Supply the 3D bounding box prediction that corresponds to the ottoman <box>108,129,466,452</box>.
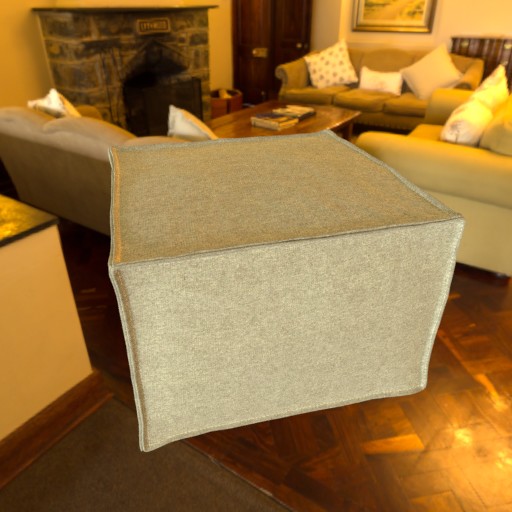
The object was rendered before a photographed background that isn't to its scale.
[{"bbox_3d":[0.000,0.000,1.147,0.696,0.470,0.707,-8,31,-13],"label":"ottoman"}]
